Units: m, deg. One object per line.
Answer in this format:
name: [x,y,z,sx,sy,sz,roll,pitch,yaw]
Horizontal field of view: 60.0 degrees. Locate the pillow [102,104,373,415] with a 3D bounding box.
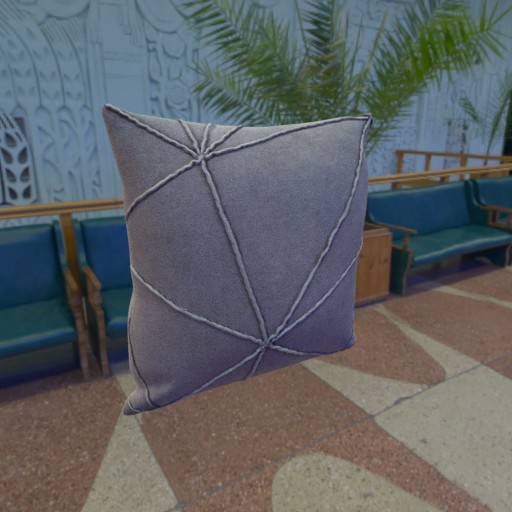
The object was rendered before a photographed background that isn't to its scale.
pillow: [0.000,0.000,0.688,0.439,0.440,0.185,-9,19,-27]
